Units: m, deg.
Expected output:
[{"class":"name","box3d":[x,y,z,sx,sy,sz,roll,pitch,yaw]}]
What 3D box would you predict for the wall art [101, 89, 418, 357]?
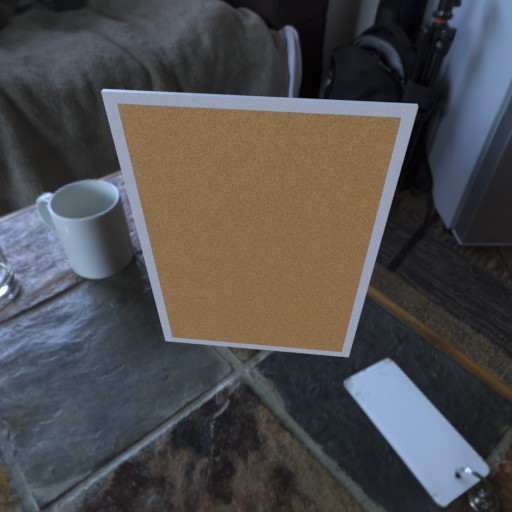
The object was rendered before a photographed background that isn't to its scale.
[{"class":"wall art","box3d":[0.000,0.000,1.256,0.659,0.940,0.013,4,46,4]}]
